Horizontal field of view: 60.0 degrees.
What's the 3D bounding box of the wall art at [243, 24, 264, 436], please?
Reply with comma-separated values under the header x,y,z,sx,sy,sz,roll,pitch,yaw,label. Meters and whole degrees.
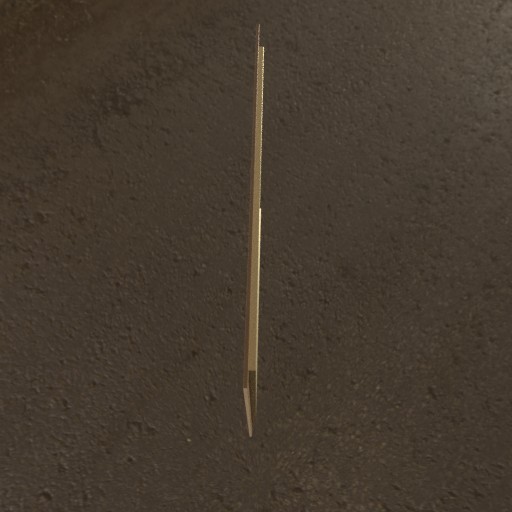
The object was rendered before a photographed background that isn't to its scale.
x,y,z,sx,sy,sz,roll,pitch,yaw,label
0.000,0.000,1.665,0.025,1.067,1.168,1,63,1,wall art
